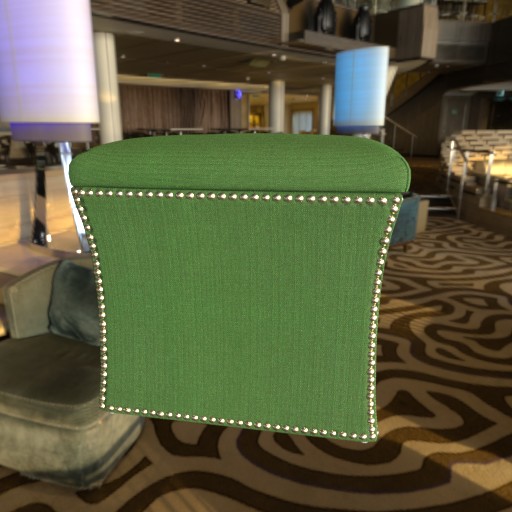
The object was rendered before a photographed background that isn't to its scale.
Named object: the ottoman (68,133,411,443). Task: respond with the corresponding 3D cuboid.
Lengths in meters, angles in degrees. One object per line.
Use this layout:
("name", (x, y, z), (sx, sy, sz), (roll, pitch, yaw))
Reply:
("ottoman", (0.000, 0.000, 0.889), (0.507, 0.475, 0.497), (3, 16, 10))
